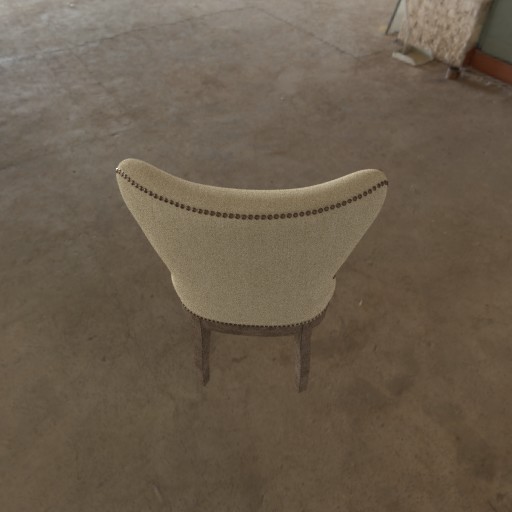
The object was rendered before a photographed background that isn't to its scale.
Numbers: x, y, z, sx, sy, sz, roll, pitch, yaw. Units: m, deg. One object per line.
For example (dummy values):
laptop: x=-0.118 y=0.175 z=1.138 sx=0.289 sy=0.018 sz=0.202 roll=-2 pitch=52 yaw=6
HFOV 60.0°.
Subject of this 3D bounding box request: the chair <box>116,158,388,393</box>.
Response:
chair: x=0.000 y=0.000 z=1.522 sx=0.654 sy=1.002 sz=0.681 roll=3 pitch=46 yaw=3
